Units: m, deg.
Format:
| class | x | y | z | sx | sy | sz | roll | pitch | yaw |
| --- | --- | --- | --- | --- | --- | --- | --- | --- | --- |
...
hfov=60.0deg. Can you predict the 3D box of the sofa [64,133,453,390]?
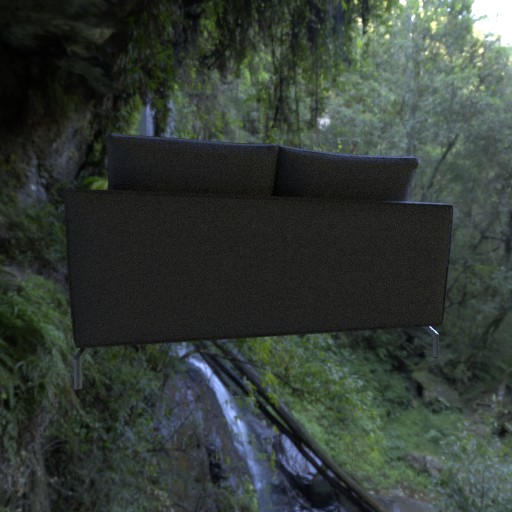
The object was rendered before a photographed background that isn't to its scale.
| class | x | y | z | sx | sy | sz | roll | pitch | yaw |
| --- | --- | --- | --- | --- | --- | --- | --- | --- | --- |
| sofa | 0.000 | 0.000 | 2.085 | 1.594 | 0.924 | 0.803 | 0 | 1 | -18 |
